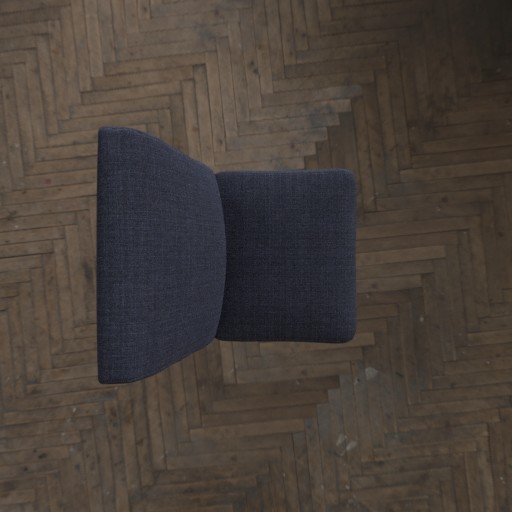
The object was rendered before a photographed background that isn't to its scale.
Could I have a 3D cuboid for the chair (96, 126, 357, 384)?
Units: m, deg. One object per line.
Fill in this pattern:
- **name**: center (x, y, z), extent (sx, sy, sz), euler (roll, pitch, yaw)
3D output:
- **chair**: center (0.000, 0.000, 1.246), extent (0.586, 0.911, 0.507), euler (0, 90, 1)
